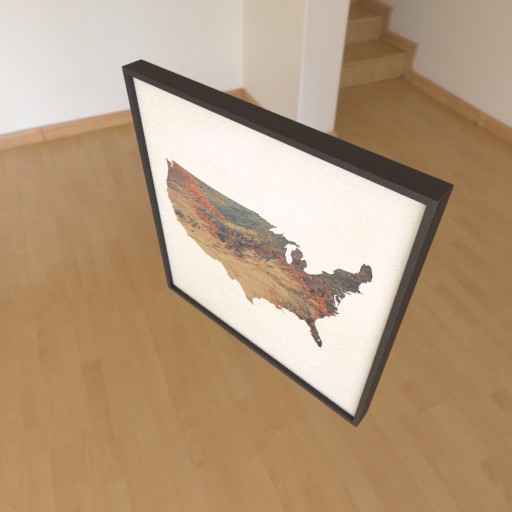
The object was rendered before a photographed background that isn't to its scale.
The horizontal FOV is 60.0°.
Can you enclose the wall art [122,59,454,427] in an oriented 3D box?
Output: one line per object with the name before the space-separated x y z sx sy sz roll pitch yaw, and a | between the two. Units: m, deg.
wall art | 0.000 0.000 0.741 0.507 0.507 0.038 31 53 28
